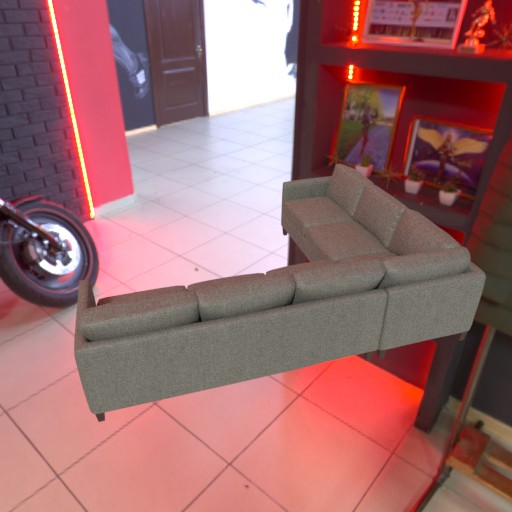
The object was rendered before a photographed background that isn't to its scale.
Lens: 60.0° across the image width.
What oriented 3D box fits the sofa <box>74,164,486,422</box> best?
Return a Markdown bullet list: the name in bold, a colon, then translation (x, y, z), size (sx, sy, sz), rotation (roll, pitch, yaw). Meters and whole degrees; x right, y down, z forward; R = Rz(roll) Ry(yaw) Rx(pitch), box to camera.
- **sofa**: translation (0.000, 0.000, 4.456), size (3.302, 0.947, 2.593), rotation (-9, 31, -14)
